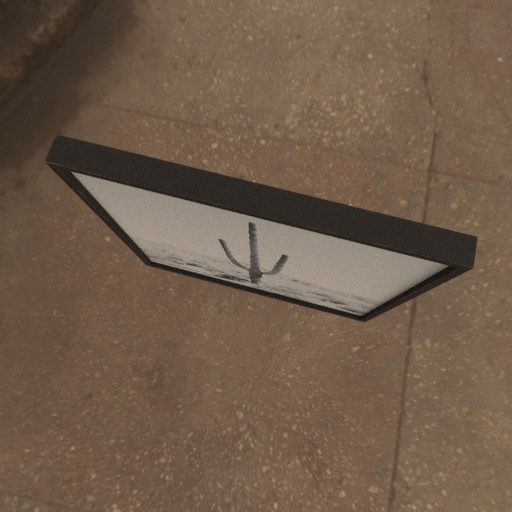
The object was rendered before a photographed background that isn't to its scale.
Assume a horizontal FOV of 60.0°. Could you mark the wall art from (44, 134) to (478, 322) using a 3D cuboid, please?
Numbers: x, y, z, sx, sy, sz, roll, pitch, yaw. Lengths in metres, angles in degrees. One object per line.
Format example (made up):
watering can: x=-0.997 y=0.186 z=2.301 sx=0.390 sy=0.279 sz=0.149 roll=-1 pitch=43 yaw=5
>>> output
wall art: x=0.000 y=0.000 z=0.757 sx=0.508 sy=0.508 sz=0.038 roll=14 pitch=75 yaw=4
